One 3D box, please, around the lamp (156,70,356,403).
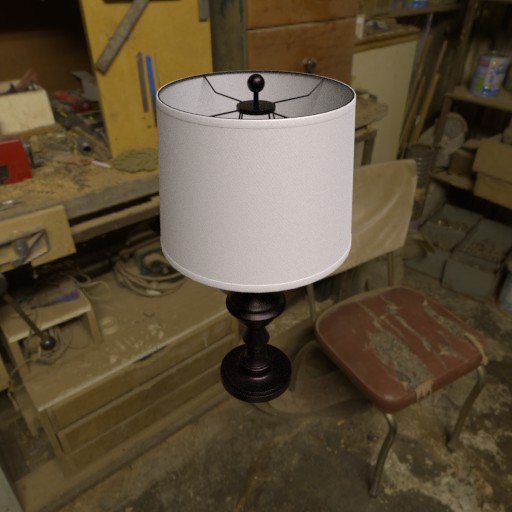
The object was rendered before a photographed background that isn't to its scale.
[{"bbox_3d":[0.000,0.000,0.936,0.383,0.726,0.383,0,34,0],"label":"lamp"}]
